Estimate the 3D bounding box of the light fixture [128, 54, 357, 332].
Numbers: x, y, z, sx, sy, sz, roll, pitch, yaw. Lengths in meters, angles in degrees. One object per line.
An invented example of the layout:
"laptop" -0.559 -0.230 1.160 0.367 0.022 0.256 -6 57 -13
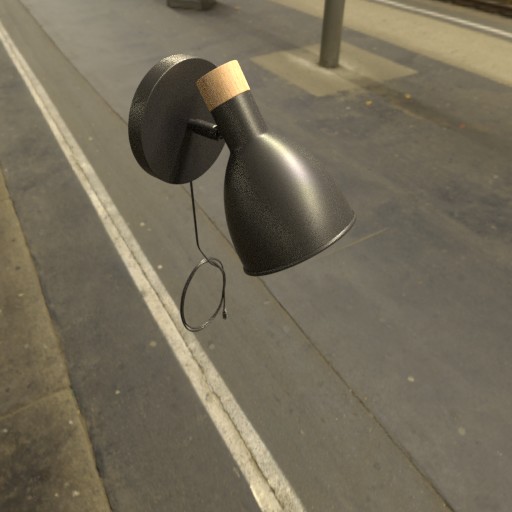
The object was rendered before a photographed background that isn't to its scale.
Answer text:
"light fixture" 0.000 0.000 0.491 0.203 0.401 0.127 27 48 28
